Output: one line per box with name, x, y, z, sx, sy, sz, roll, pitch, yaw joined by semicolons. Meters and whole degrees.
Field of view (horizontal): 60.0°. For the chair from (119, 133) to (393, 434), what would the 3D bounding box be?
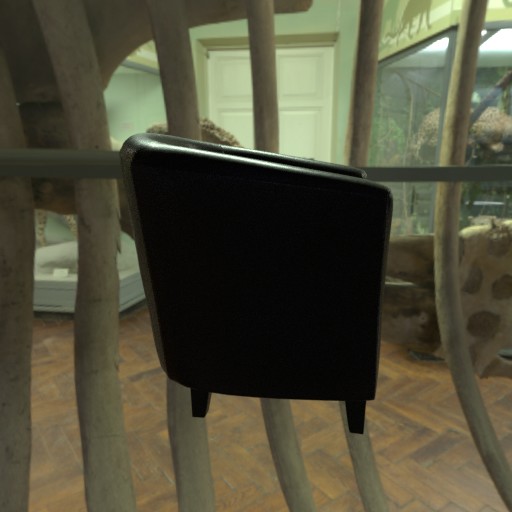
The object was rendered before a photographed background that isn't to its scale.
chair;0.000;0.000;1.409;0.727;0.756;0.793;2;14;9
